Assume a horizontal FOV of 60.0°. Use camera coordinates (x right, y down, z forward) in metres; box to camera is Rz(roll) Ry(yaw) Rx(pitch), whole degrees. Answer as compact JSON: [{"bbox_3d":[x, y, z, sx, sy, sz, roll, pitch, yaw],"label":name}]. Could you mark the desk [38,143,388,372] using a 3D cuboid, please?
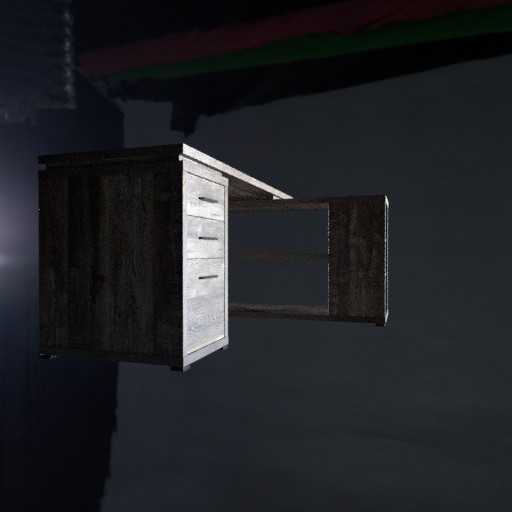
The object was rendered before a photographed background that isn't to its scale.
[{"bbox_3d":[0.000,0.000,2.182,1.200,0.753,1.524,0,1,18],"label":"desk"}]
